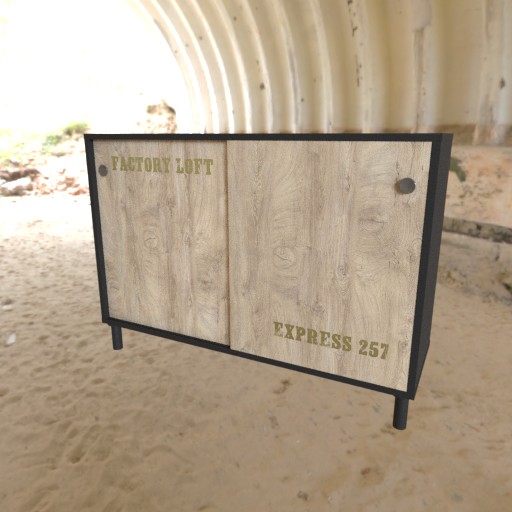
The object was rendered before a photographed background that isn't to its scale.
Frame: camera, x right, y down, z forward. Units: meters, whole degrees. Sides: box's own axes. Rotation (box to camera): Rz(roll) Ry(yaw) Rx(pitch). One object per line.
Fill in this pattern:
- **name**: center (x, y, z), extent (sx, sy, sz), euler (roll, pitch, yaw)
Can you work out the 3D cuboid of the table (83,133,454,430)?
- **table**: center (0.000, 0.000, 1.605), extent (1.200, 0.855, 0.400), euler (8, 17, 26)
